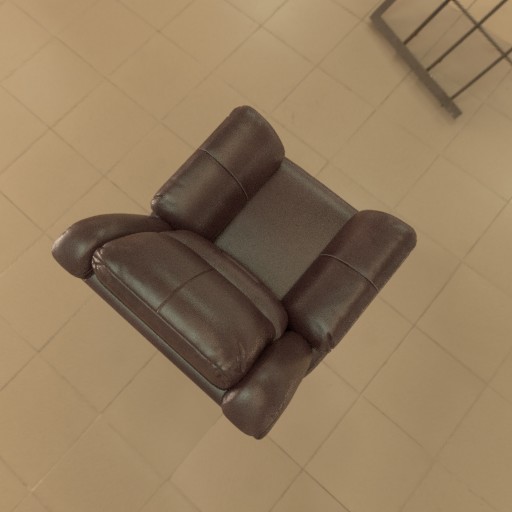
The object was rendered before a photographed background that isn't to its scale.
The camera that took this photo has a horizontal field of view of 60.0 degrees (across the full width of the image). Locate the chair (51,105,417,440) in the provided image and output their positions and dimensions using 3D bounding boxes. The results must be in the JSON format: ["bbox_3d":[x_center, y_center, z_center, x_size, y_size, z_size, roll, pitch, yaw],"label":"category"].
[{"bbox_3d":[0.000,0.000,1.876,0.990,1.093,1.041,39,78,10],"label":"chair"}]
